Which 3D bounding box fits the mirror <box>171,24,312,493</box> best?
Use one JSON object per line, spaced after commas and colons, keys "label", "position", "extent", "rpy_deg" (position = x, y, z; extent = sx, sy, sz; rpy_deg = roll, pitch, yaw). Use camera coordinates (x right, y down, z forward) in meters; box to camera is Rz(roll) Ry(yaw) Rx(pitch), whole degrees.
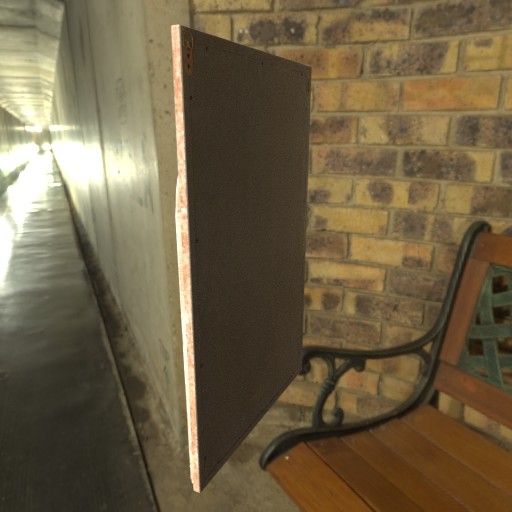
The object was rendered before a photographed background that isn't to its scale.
{"label": "mirror", "position": [0.000, 0.000, 0.928], "extent": [0.058, 0.787, 0.495], "rpy_deg": [8, 18, 27]}
